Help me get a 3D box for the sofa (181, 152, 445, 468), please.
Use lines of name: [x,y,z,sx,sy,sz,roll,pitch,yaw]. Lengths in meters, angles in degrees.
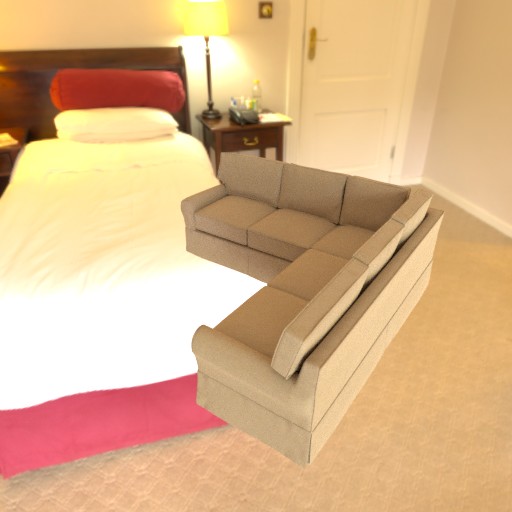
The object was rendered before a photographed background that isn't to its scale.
sofa: [0.000,0.000,4.276,2.730,1.124,2.733,19,35,30]
